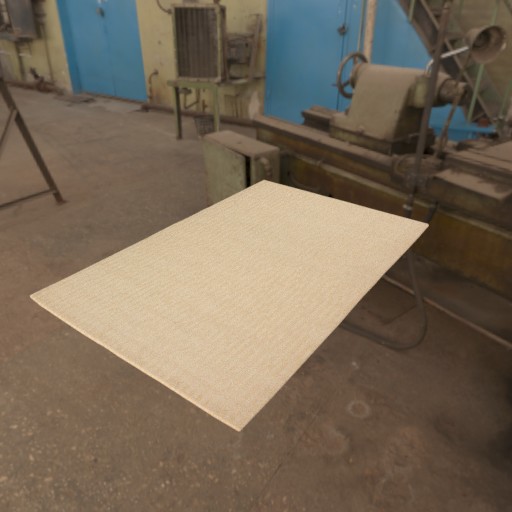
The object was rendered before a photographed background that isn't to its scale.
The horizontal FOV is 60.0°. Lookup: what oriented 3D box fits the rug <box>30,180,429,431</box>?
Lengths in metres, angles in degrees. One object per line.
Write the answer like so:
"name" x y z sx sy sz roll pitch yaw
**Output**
"rug" 0.000 0.000 2.350 1.238 0.014 1.848 21 36 31
